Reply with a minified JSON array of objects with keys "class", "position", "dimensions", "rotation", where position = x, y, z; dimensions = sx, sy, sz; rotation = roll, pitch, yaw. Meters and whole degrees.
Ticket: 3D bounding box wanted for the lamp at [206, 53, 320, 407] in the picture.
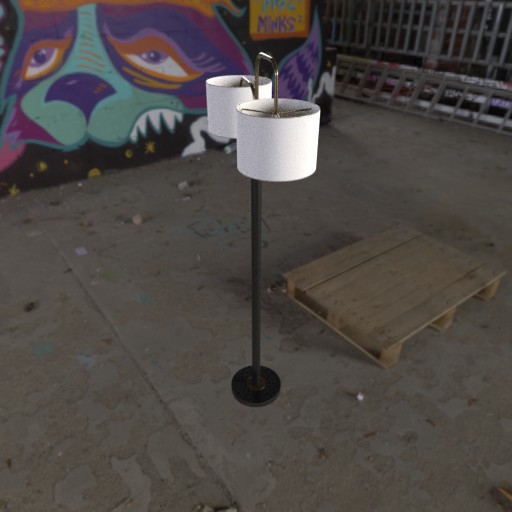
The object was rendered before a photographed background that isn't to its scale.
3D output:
[{"class":"lamp","position":[0.000,0.000,1.871],"dimensions":[0.254,1.587,0.711],"rotation":[-9,33,-14]}]
